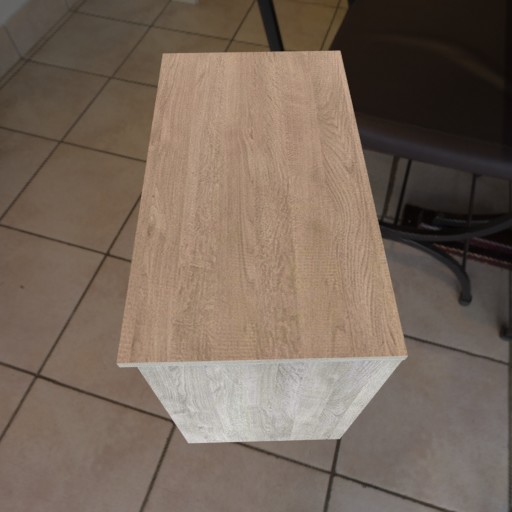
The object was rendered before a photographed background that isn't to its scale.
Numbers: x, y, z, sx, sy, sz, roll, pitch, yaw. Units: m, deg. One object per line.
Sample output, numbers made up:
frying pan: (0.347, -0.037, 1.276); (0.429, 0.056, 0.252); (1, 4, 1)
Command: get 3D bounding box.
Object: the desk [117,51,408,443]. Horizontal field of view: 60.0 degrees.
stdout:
desk: (0.000, 0.000, 1.302); (0.498, 0.724, 0.893); (-1, 57, -1)
